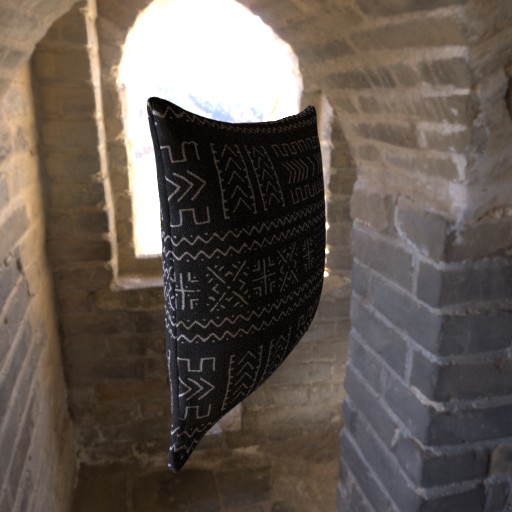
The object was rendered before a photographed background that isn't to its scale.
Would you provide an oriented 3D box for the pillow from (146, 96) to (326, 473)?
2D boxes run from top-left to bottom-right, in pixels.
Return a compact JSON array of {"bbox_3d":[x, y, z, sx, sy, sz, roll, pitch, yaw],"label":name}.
[{"bbox_3d":[0.000,0.000,0.648,0.164,0.430,0.438,9,19,26],"label":"pillow"}]
